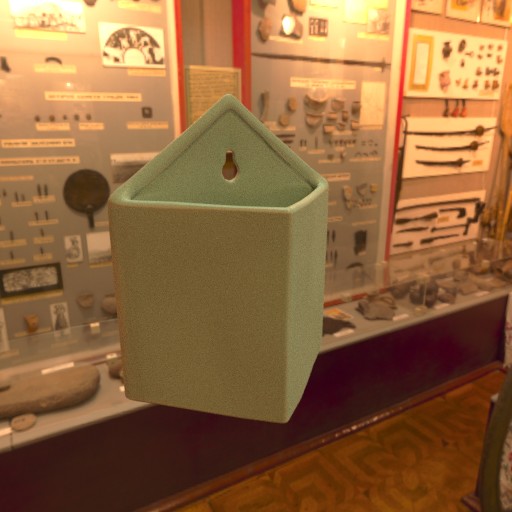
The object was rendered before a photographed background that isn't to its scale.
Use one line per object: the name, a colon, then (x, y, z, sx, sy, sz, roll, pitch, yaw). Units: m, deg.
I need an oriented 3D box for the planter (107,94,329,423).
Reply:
planter: (0.000, 0.000, 0.281, 0.164, 0.197, 0.079, -9, 19, -27)
